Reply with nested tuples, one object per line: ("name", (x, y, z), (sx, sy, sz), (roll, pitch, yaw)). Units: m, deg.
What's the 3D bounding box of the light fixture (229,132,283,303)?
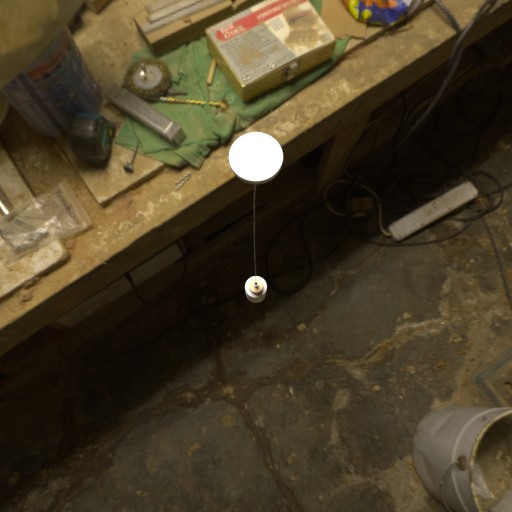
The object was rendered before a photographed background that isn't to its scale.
("light fixture", (0.000, 0.000, 1.885), (0.125, 1.798, 0.125), (-33, 78, -8))
